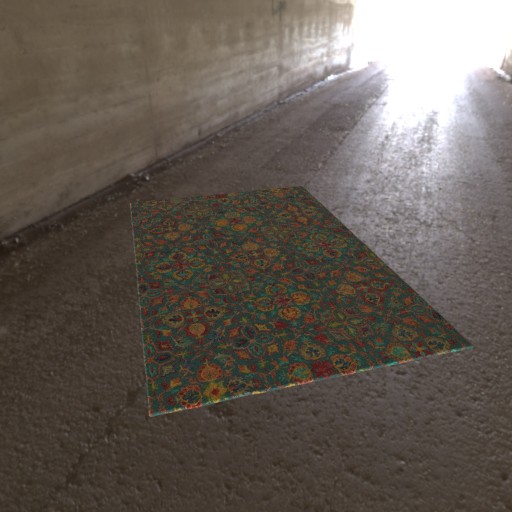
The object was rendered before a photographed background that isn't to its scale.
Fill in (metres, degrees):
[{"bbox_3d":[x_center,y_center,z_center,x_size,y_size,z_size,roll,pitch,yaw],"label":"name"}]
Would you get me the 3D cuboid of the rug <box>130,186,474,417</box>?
[{"bbox_3d":[0.000,0.000,2.901,1.527,0.016,2.290,-8,30,-14],"label":"rug"}]
